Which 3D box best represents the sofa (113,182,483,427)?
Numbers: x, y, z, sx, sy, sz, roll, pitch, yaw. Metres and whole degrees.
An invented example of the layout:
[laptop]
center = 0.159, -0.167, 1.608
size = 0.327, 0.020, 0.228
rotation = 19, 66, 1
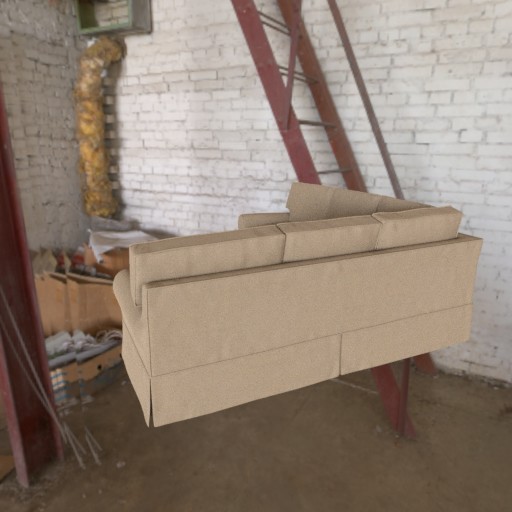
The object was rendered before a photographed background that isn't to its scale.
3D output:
[sofa]
center = 0.000, 0.000, 4.196
size = 2.733, 1.124, 2.730
rotation = -7, 17, -24
